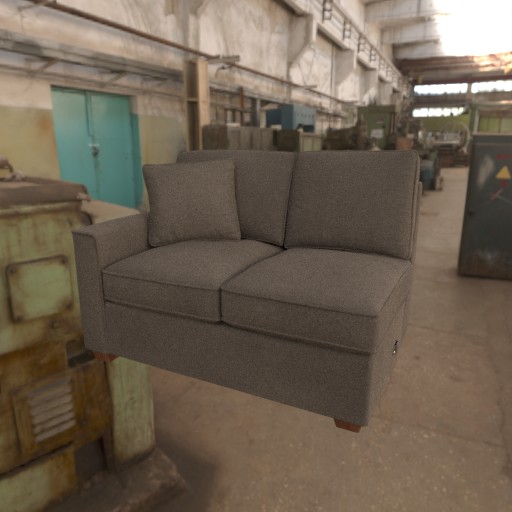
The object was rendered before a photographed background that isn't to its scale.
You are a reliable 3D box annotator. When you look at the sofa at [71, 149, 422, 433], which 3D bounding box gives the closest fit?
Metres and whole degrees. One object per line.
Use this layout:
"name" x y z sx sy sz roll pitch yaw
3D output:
"sofa" 0.000 0.000 2.124 1.388 0.989 0.991 7 17 25
